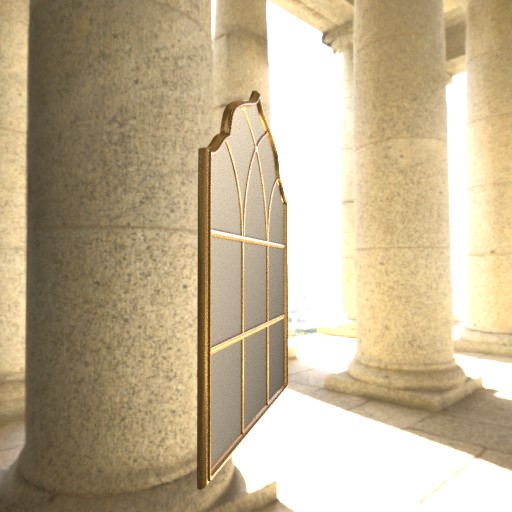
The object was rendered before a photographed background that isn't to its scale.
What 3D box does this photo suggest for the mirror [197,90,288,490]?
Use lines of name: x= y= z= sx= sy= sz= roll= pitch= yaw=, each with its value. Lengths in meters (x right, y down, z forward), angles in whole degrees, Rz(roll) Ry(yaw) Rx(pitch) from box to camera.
mirror: x=0.000 y=0.000 z=0.843 sx=0.018 sy=0.635 sz=0.513 roll=0 pitch=-1 yaw=16
